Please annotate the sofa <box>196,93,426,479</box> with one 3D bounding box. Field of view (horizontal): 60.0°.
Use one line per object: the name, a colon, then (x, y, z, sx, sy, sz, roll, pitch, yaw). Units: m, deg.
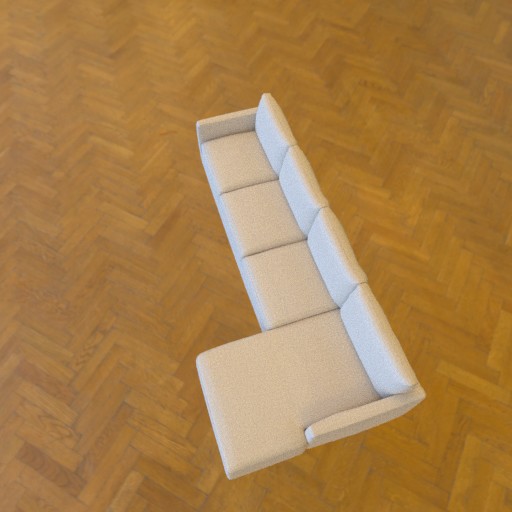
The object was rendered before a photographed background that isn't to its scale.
sofa: (0.000, 0.000, 3.309, 1.258, 0.755, 2.731, -15, 60, -9)
